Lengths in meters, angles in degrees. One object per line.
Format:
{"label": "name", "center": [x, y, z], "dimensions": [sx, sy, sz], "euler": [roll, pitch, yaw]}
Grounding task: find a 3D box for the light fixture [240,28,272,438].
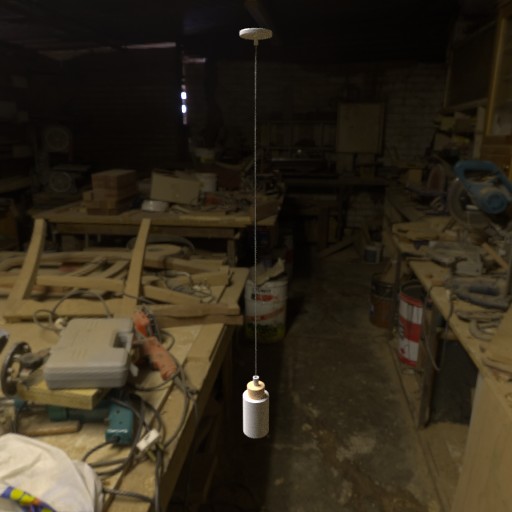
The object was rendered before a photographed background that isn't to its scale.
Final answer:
{"label": "light fixture", "center": [0.000, 0.000, 1.956], "dimensions": [0.125, 1.798, 0.125], "euler": [2, 16, 8]}
